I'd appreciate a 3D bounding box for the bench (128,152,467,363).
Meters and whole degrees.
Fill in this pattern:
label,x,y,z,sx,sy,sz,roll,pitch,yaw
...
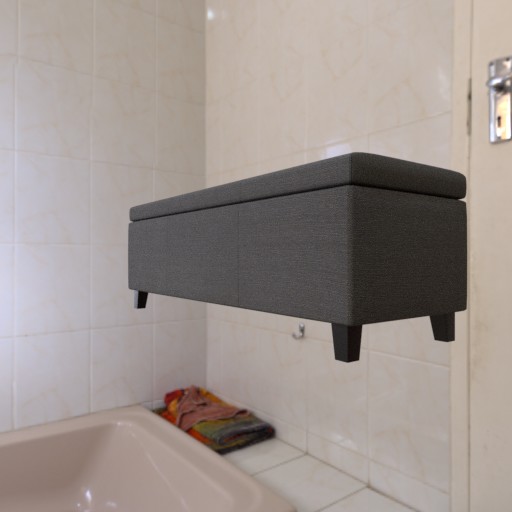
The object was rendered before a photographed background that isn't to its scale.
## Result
label,x,y,z,sx,sy,sz,roll,pitch,yaw
bench,0.000,0.000,1.505,0.446,0.438,1.269,0,0,-36
